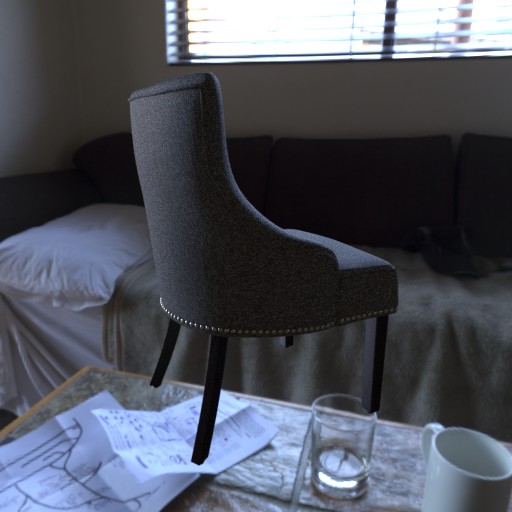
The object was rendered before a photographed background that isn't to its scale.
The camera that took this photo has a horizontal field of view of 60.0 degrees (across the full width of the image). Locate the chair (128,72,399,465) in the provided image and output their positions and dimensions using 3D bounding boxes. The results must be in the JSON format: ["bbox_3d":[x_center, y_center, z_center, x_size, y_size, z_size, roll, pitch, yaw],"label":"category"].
[{"bbox_3d":[0.000,0.000,1.276,0.629,0.909,0.566,-8,17,-27],"label":"chair"}]
